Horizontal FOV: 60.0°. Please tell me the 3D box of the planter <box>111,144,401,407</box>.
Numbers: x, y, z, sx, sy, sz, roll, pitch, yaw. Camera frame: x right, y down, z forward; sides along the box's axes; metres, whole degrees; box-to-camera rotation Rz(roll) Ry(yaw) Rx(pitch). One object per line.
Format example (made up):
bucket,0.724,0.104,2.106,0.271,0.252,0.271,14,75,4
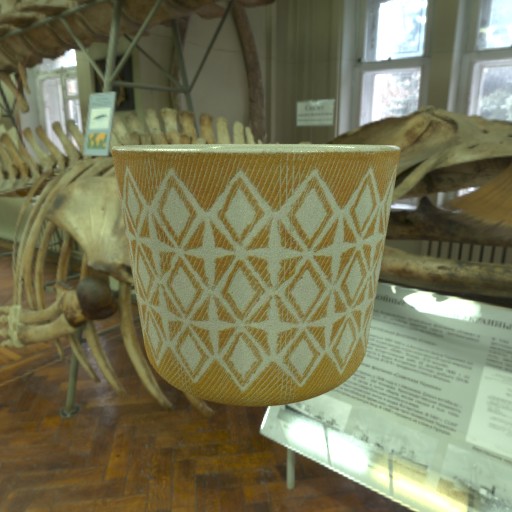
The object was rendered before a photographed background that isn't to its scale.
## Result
planter,0.000,0.000,0.216,0.126,0.104,0.126,0,15,0
